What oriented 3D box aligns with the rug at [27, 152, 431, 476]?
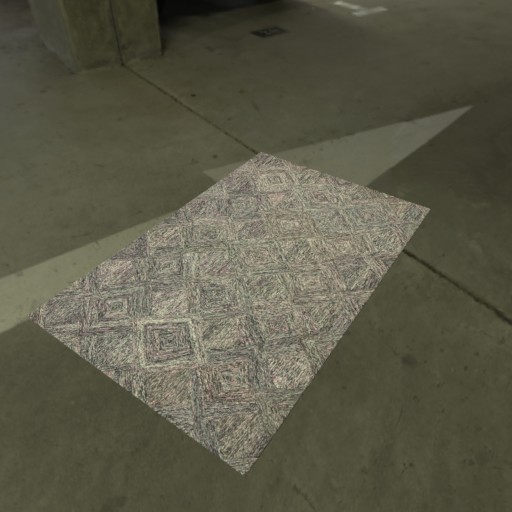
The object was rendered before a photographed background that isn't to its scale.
[{"bbox_3d":[0.000,0.000,2.847,1.501,0.017,2.298,25,47,26],"label":"rug"}]
